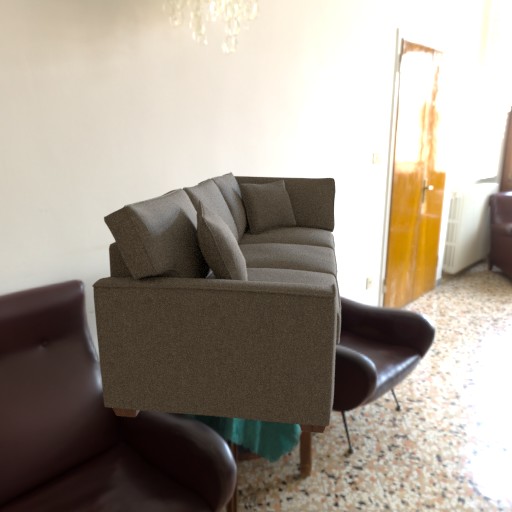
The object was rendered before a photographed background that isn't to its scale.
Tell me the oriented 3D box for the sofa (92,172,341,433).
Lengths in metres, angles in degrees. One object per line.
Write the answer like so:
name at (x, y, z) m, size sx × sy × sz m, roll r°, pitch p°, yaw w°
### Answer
sofa at (0.000, 0.000, 2.896) m, size 1.061 × 0.962 × 2.317 m, roll 2°, pitch 14°, yaw 8°
